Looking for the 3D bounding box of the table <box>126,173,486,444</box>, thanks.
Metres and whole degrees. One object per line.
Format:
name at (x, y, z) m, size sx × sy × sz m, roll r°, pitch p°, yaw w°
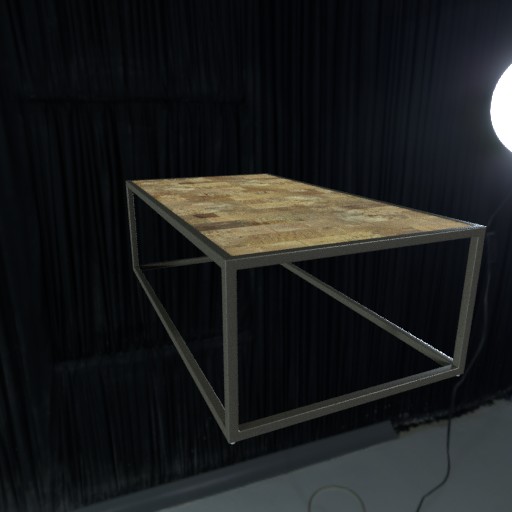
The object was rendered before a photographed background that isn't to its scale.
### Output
table at (0.000, 0.000, 1.492) m, size 0.649 × 0.398 × 1.199 m, roll -7°, pitch 18°, yaw -23°
